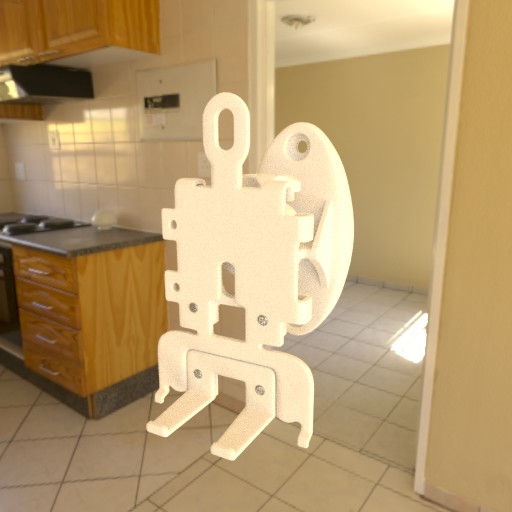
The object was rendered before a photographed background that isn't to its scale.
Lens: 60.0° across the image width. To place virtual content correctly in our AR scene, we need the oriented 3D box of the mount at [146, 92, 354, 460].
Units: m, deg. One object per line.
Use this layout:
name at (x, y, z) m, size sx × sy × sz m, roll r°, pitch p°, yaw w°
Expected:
mount at (0.000, 0.000, 0.176) m, size 0.066 × 0.118 × 0.100 m, roll 6°, pitch 14°, yaw 26°
